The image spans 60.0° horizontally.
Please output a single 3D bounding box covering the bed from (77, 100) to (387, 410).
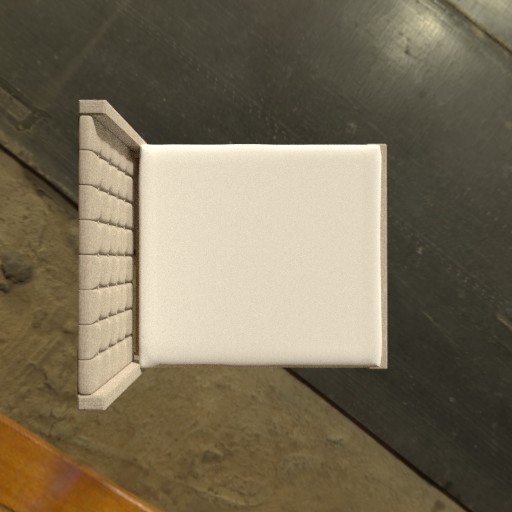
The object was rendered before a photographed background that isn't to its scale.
[{"bbox_3d":[0.000,0.000,3.761,2.372,1.748,2.044,0,89,0],"label":"bed"}]
